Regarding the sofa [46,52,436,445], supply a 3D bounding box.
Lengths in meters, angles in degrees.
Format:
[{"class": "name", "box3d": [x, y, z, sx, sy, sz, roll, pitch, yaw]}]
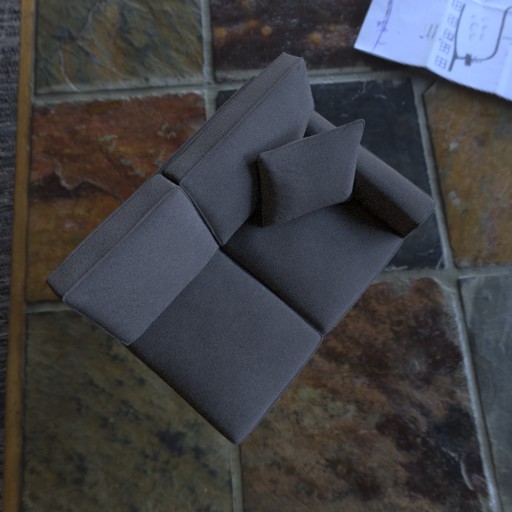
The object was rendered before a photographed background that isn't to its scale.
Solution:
[{"class": "sofa", "box3d": [0.000, 0.000, 2.065, 0.991, 0.989, 1.388, 40, 79, 10]}]
